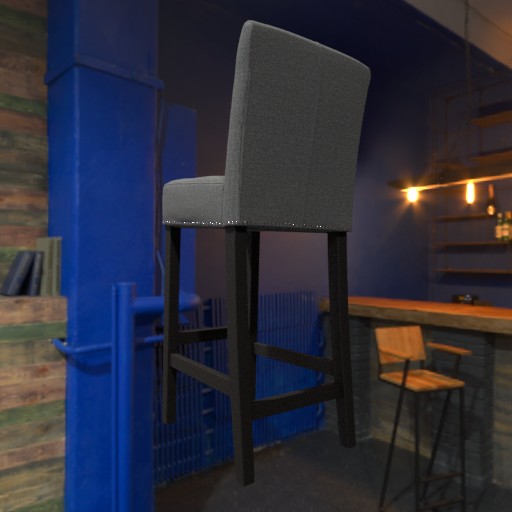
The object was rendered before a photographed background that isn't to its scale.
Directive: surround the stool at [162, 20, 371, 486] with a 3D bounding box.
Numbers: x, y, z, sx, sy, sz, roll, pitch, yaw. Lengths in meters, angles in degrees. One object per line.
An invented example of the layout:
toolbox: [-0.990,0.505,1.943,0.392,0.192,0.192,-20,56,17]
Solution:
stool: [0.000,0.000,1.282,0.411,1.047,0.548,0,-1,-36]
